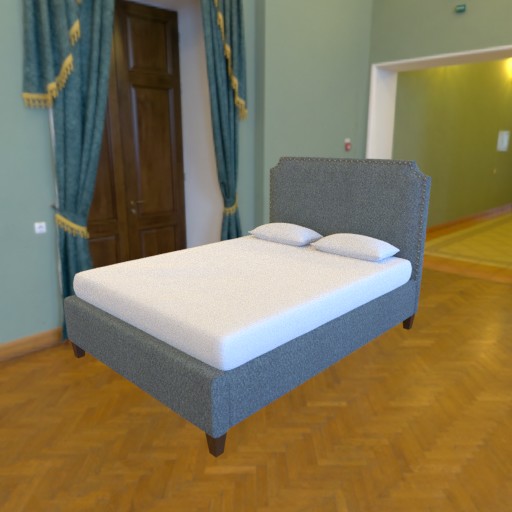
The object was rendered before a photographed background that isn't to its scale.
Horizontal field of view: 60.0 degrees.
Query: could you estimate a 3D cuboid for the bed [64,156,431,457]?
[{"bbox_3d":[0.000,0.000,3.466,1.712,1.443,2.372,13,20,42],"label":"bed"}]
